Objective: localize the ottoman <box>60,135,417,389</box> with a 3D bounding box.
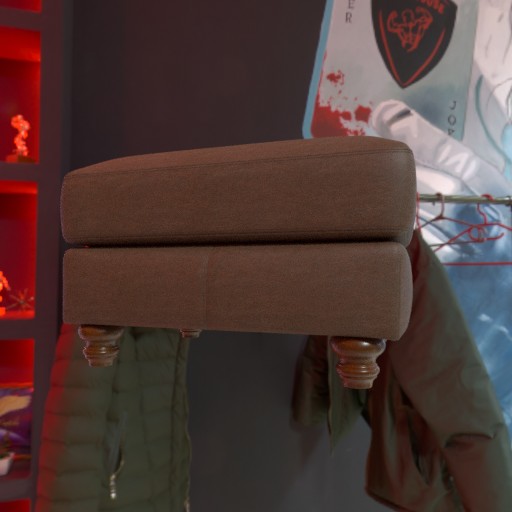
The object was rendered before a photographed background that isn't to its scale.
[{"bbox_3d":[0.000,0.000,1.162,0.787,0.508,0.635,-1,-2,19],"label":"ottoman"}]
